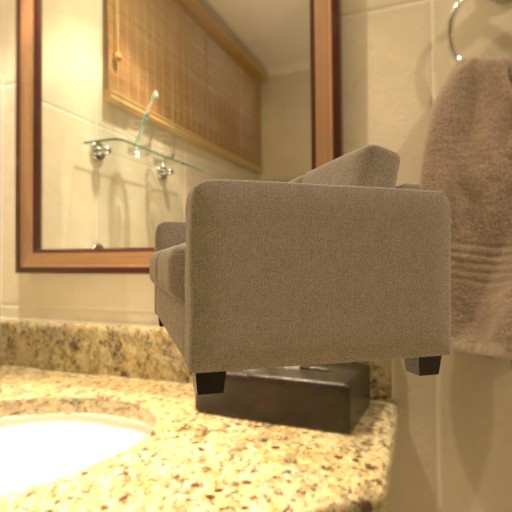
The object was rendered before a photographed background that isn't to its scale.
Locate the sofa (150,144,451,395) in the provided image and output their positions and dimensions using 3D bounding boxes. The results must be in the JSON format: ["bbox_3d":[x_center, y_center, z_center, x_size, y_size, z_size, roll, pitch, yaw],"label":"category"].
[{"bbox_3d":[0.000,0.000,2.046,0.900,0.800,1.540,0,-1,-17],"label":"sofa"}]
